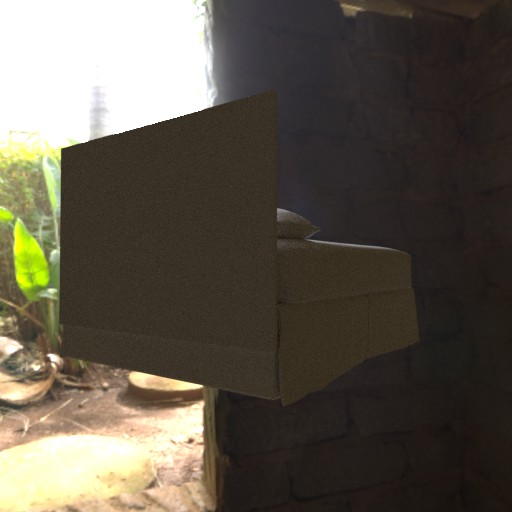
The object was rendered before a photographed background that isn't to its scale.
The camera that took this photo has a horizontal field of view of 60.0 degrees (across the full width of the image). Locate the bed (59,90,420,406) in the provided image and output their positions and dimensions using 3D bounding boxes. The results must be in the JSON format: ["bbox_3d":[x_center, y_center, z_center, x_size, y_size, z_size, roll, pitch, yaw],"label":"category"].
[{"bbox_3d":[0.000,0.000,3.184,1.745,1.335,2.094,-1,-2,35],"label":"bed"}]
